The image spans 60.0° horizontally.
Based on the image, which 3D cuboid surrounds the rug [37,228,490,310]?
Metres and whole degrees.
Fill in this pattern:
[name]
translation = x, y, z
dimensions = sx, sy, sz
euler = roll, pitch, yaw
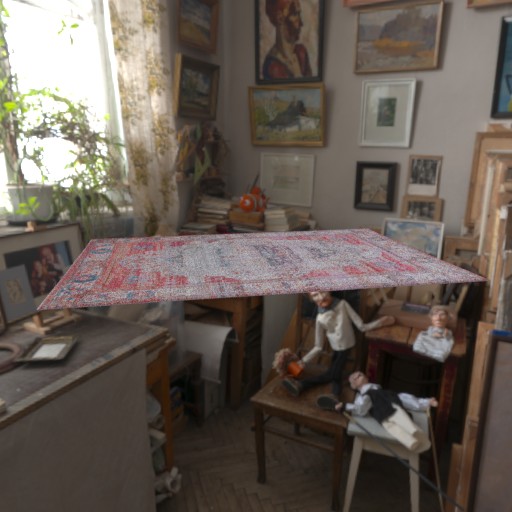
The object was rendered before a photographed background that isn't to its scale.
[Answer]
[rug]
translation = 0.000, 0.000, 2.324
dimensions = 1.829, 0.006, 1.219
euler = -3, 15, -11
